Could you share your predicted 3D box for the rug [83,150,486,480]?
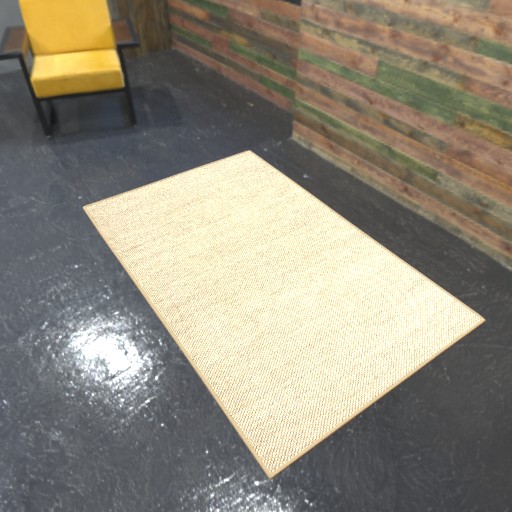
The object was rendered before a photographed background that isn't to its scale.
[{"bbox_3d":[0.000,0.000,2.033,1.062,0.013,1.667,-25,48,-25],"label":"rug"}]
